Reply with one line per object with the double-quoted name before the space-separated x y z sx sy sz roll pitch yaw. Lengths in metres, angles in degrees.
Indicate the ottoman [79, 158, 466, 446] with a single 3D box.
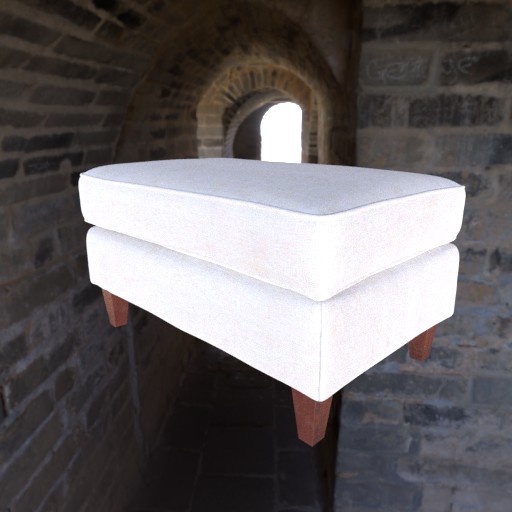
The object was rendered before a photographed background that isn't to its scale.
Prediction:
"ottoman" 0.000 0.000 1.179 0.862 0.484 0.583 15 22 43
